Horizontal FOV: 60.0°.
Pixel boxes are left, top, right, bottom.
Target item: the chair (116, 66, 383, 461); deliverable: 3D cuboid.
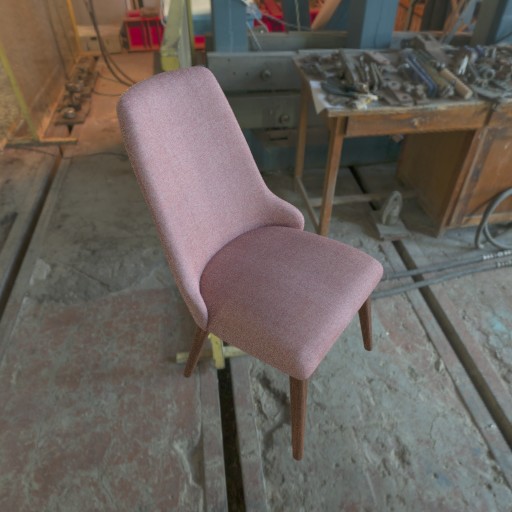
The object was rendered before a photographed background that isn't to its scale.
[{"bbox_3d":[0.000,0.000,1.333,0.707,0.918,0.535,27,48,27],"label":"chair"}]
